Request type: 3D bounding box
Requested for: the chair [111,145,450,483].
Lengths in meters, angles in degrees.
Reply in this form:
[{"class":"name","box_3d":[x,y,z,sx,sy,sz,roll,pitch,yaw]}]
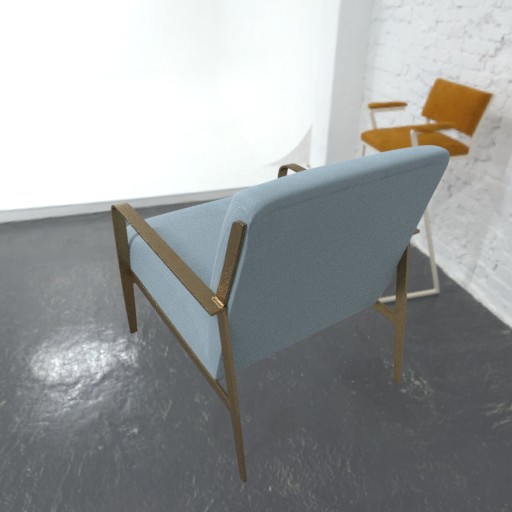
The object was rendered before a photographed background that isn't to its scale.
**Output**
[{"class":"chair","box_3d":[0.000,0.000,1.428,0.701,0.824,0.842,-19,35,-29]}]
